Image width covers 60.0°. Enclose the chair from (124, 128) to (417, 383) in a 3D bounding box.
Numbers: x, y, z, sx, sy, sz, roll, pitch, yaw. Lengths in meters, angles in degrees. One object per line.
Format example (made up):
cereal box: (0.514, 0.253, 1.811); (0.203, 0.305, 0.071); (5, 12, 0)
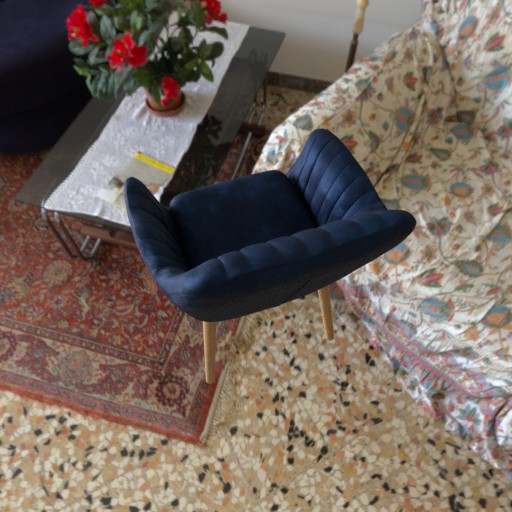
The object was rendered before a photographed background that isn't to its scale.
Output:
chair: (0.000, 0.000, 1.220); (0.578, 0.826, 0.573); (-17, 59, -11)
